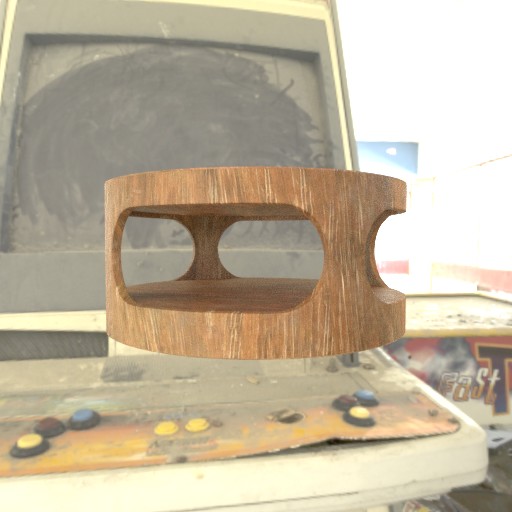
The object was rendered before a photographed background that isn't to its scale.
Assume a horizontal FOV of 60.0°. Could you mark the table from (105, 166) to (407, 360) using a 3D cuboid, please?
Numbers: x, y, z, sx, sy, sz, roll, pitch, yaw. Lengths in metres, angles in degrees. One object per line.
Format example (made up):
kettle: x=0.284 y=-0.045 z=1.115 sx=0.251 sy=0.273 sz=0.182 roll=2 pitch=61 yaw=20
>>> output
table: x=0.000 y=0.000 z=1.516 sx=0.974 sy=0.450 sz=0.974 roll=0 pitch=2 yaw=0
